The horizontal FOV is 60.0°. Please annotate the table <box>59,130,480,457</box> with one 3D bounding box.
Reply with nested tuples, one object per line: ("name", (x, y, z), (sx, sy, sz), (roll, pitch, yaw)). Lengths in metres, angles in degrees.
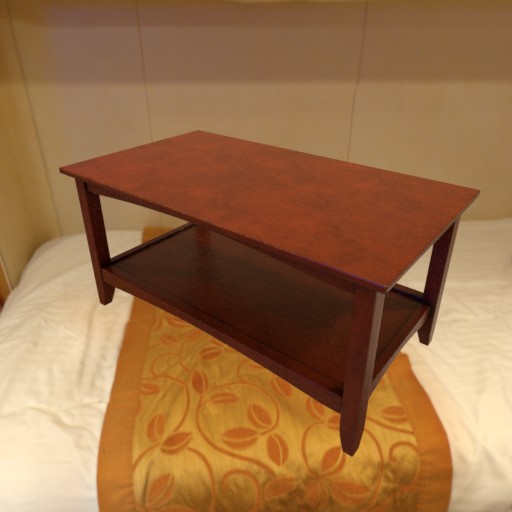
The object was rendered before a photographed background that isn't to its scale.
("table", (0.000, 0.000, 1.238), (0.943, 0.456, 0.533), (21, 36, 33))
